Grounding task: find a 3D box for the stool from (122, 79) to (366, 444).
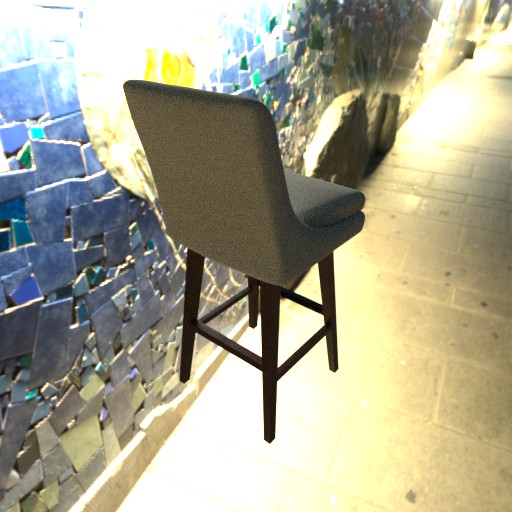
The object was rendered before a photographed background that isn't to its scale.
[{"bbox_3d":[0.000,0.000,1.426,0.483,1.093,0.559,23,37,33],"label":"stool"}]
